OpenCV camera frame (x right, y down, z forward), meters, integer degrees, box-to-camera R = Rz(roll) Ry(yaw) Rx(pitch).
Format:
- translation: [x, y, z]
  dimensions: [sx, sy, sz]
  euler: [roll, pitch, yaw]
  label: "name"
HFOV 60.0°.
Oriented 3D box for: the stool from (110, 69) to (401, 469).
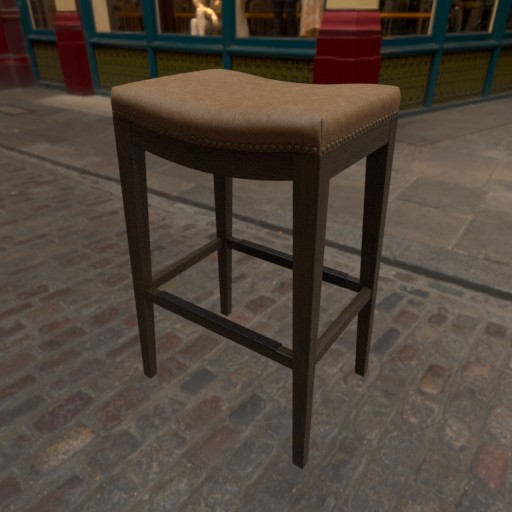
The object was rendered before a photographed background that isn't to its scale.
- translation: [0.000, 0.000, 1.038]
  dimensions: [0.500, 0.759, 0.361]
  euler: [19, 35, 30]
  label: "stool"
